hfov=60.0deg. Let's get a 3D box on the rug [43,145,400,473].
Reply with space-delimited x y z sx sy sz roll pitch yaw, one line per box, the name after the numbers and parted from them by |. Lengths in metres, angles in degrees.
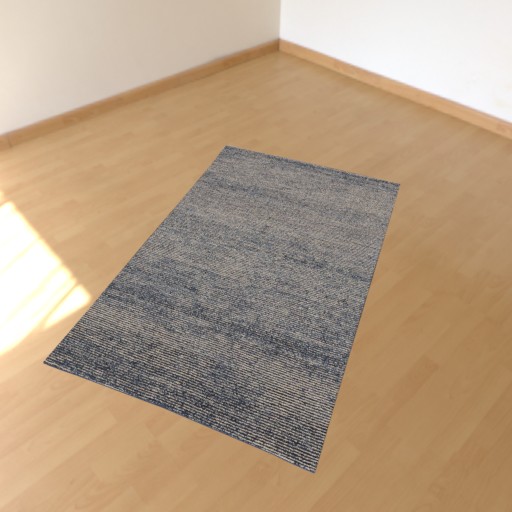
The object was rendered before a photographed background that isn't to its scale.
0.000 0.000 2.243 1.159 0.025 1.793 16 48 15 | rug
